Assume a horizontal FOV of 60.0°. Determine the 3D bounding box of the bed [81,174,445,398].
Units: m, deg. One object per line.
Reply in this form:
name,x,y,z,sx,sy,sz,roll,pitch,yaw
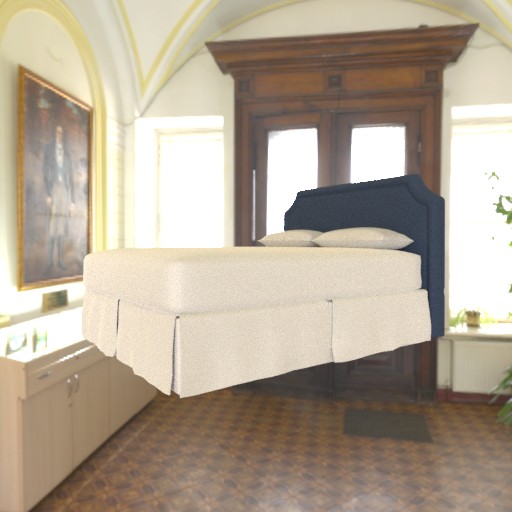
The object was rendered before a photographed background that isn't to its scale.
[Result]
bed,0.000,0.000,3.436,2.260,1.297,1.831,-1,2,-36
